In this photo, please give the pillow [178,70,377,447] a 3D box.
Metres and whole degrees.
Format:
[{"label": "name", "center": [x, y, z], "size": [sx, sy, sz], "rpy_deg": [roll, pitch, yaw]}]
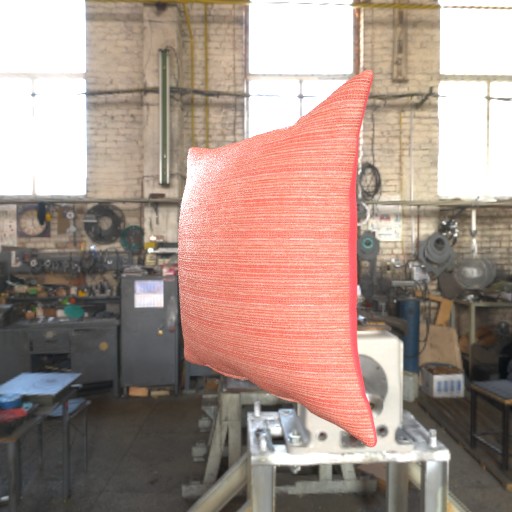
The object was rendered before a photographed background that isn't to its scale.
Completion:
[{"label": "pillow", "center": [0.000, 0.000, 0.809], "size": [0.229, 0.501, 0.559], "rpy_deg": [-1, 1, -34]}]
